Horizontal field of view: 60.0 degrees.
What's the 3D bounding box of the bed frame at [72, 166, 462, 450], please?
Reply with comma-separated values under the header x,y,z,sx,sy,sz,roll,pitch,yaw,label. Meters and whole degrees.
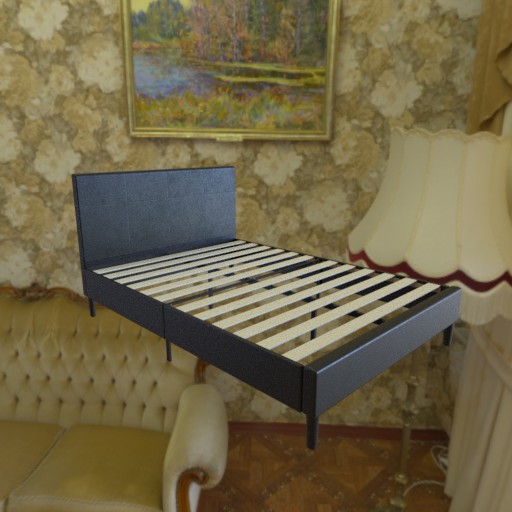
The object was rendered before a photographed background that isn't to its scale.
x,y,z,sx,sy,sz,roll,pitch,yaw,label
0.000,0.000,2.948,1.469,1.046,2.152,-14,20,-43,bed frame
